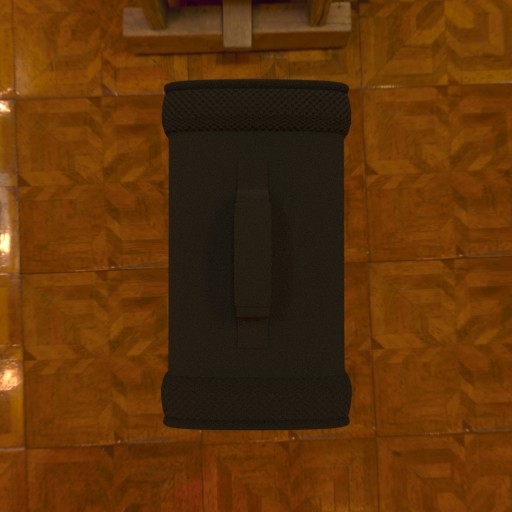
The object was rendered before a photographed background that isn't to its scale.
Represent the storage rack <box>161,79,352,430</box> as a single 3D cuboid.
[{"bbox_3d":[0.000,0.000,0.532,0.168,0.387,0.297,0,89,0],"label":"storage rack"}]
